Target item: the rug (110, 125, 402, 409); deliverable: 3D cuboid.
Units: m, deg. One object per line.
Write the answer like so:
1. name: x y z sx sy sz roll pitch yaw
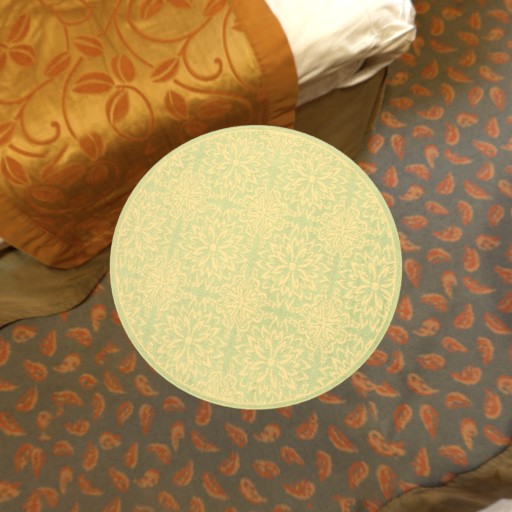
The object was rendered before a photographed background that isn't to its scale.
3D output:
1. rug: 0.000 0.000 2.423 1.593 0.012 1.593 0 76 0
